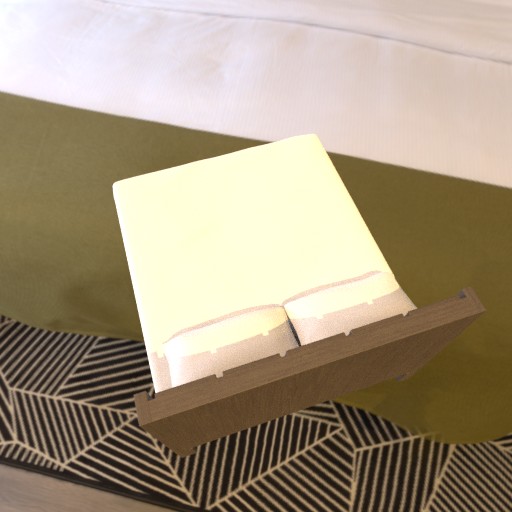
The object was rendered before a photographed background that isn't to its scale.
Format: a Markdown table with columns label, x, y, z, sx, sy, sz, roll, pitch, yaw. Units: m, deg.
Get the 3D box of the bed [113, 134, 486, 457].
| label | x | y | z | sx | sy | sz | roll | pitch | yaw |
| --- | --- | --- | --- | --- | --- | --- | --- | --- | --- |
| bed | 0.000 | 0.000 | 3.064 | 1.735 | 1.261 | 1.992 | -16 | 61 | -9 |
